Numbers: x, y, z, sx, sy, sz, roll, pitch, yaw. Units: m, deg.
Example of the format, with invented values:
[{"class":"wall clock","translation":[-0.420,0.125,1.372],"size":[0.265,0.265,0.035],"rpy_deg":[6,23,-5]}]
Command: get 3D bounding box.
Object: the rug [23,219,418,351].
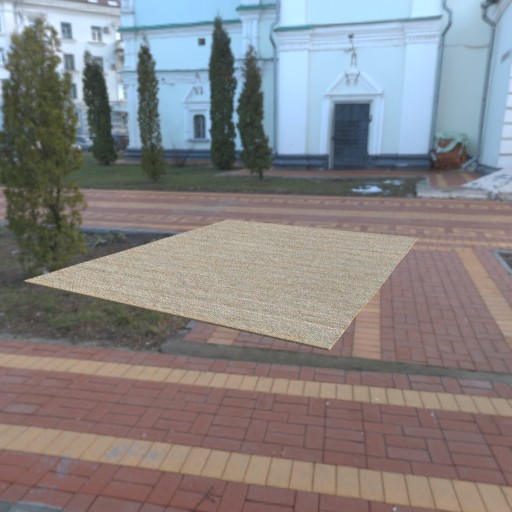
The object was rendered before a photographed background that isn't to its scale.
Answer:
[{"class":"rug","translation":[0.000,0.000,4.153],"size":[2.471,0.012,3.034],"rpy_deg":[8,17,27]}]
